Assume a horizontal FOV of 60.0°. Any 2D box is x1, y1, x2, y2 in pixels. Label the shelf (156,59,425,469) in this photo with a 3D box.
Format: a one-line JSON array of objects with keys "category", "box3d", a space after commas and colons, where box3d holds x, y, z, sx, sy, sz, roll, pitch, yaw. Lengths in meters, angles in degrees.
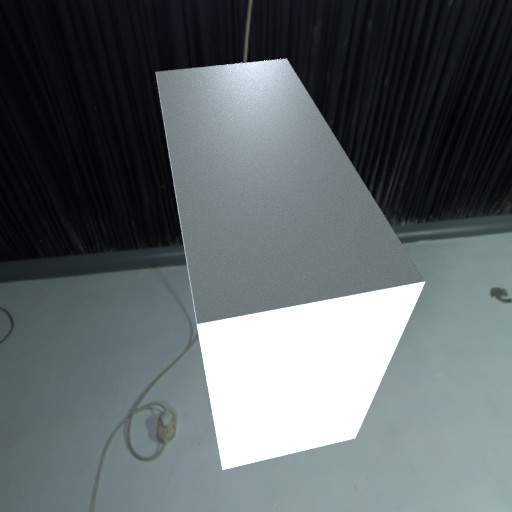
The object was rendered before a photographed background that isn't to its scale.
[{"category": "shelf", "box3d": [0.000, 0.000, 1.298, 0.396, 0.732, 0.895, -10, 48, -9]}]
